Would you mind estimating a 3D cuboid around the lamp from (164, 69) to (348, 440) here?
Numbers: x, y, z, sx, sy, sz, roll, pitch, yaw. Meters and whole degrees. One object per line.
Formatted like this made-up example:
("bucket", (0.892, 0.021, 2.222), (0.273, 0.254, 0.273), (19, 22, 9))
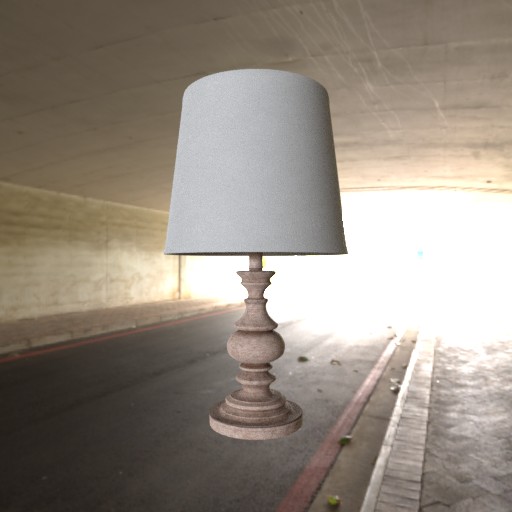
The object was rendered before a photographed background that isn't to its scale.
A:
("lamp", (0.000, 0.000, 0.669), (0.273, 0.497, 0.273), (0, -1, 0))
